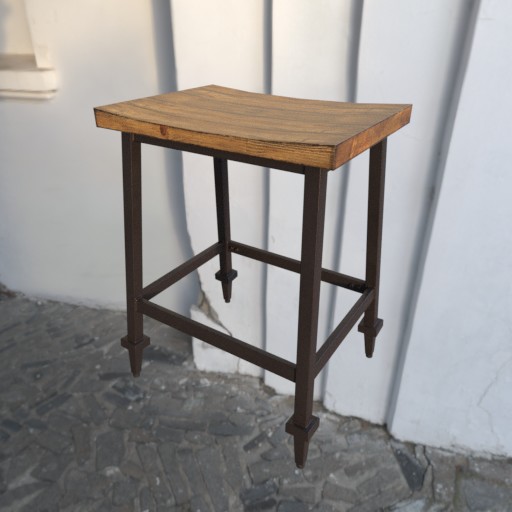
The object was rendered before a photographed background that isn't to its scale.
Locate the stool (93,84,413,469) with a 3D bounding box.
[{"bbox_3d":[0.000,0.000,0.957,0.486,0.625,0.405,17,33,29],"label":"stool"}]
